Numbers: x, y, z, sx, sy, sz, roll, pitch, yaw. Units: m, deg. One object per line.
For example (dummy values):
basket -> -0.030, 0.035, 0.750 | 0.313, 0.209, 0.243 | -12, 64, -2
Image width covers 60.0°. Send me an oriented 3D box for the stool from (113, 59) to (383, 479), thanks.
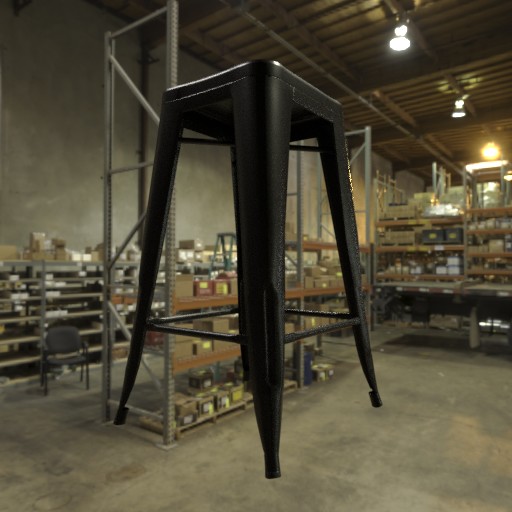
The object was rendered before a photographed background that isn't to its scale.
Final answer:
stool -> 0.000, 0.000, 0.855 | 0.359, 0.609, 0.399 | -1, -1, 36
